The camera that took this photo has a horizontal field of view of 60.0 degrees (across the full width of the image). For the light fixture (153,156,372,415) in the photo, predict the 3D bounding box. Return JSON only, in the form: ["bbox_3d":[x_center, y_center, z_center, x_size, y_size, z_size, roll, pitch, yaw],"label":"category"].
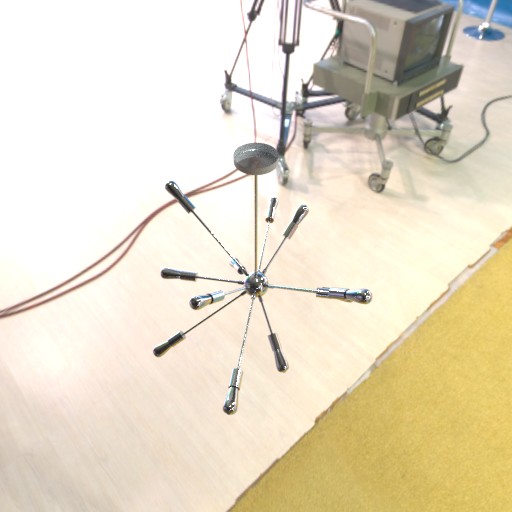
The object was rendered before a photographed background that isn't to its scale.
[{"bbox_3d":[0.000,0.000,1.044,0.509,0.558,0.684,7,47,6],"label":"light fixture"}]
